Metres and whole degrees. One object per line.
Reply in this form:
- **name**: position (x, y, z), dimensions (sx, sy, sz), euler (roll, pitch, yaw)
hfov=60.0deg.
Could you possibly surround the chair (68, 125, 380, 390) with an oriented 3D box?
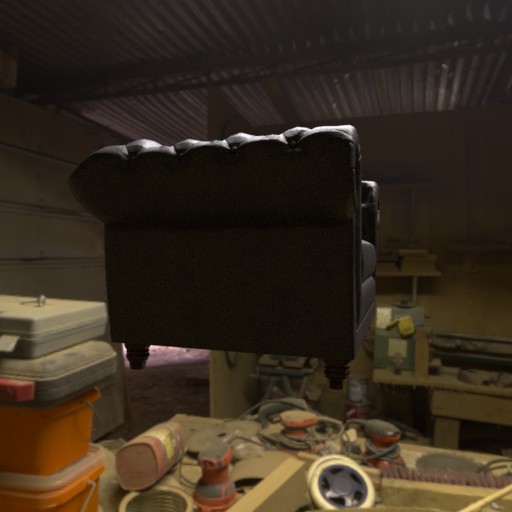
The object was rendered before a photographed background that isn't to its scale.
- **chair**: position (0.000, 0.000, 1.856), dimensions (0.943, 0.780, 1.298), euler (0, 1, 18)
